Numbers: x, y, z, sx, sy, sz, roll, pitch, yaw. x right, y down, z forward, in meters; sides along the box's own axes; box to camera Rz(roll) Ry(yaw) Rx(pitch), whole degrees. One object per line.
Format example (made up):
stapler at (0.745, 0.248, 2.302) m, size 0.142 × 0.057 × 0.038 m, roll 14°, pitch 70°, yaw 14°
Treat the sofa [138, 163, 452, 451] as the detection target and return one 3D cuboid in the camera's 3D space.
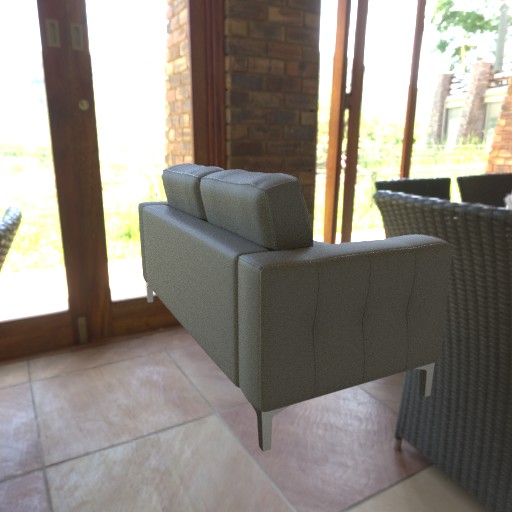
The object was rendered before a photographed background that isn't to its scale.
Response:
sofa at (0.000, 0.000, 2.249) m, size 0.833 × 0.893 × 1.726 m, roll -7°, pitch 16°, yaw -26°
